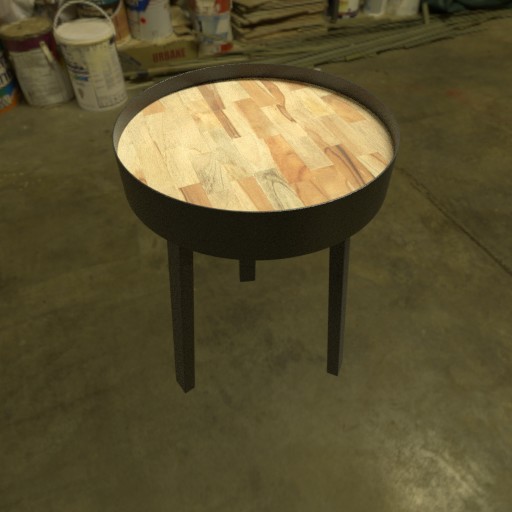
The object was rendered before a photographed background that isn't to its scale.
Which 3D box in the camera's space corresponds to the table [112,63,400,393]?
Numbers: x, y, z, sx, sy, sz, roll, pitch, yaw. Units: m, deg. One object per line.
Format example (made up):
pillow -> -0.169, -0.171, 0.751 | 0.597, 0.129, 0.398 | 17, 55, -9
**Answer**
table -> 0.000, 0.000, 0.841 | 0.406, 0.559, 0.406 | 0, 46, 0
